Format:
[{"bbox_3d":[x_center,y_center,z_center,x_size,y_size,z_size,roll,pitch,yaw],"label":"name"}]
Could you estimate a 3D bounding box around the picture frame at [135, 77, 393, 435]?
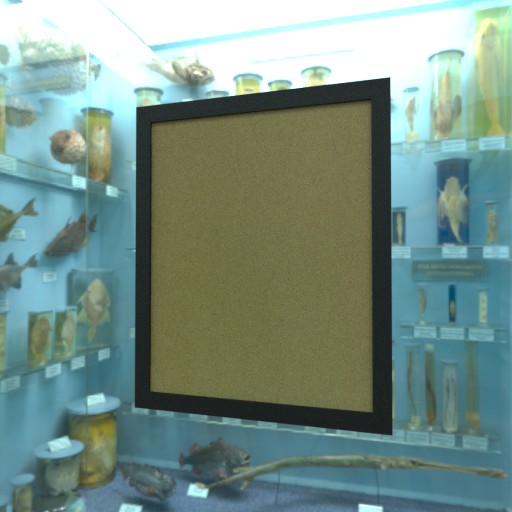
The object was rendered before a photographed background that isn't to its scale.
[{"bbox_3d":[0.000,0.000,0.773,0.452,0.555,0.044,0,-1,17],"label":"picture frame"}]
